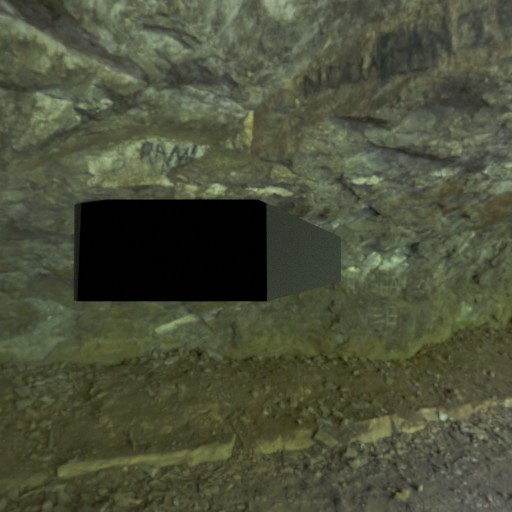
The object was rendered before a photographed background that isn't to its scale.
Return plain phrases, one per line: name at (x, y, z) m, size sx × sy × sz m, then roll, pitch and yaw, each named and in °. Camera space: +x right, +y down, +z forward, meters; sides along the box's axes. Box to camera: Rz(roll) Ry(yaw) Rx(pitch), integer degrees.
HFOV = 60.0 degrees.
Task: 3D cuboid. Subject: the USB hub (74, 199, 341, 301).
USB hub at (0.000, 0.000, 0.163) m, size 0.044 × 0.023 × 0.145 m, roll 0°, pitch -1°, yaw 18°
